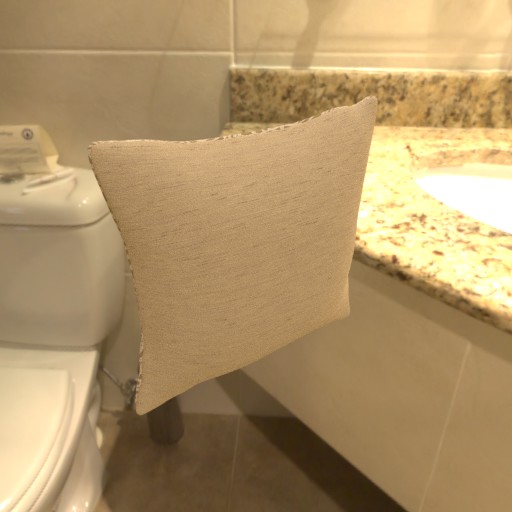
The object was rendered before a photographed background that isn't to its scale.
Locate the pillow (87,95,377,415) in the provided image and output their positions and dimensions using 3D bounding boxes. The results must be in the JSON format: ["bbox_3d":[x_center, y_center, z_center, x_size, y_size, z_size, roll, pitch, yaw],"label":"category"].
[{"bbox_3d":[0.000,0.000,0.673,0.438,0.421,0.167,-19,36,-28],"label":"pillow"}]
